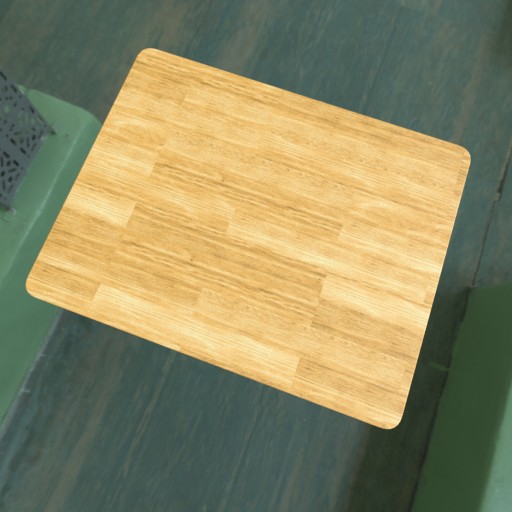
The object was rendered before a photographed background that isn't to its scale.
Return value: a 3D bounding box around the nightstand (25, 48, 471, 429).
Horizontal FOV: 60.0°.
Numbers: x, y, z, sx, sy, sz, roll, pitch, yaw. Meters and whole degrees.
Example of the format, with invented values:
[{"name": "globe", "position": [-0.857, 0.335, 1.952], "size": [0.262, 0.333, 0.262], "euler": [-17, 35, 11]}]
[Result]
[{"name": "nightstand", "position": [0.000, 0.000, 0.890], "size": [0.560, 0.470, 0.440], "euler": [19, 77, 5]}]
